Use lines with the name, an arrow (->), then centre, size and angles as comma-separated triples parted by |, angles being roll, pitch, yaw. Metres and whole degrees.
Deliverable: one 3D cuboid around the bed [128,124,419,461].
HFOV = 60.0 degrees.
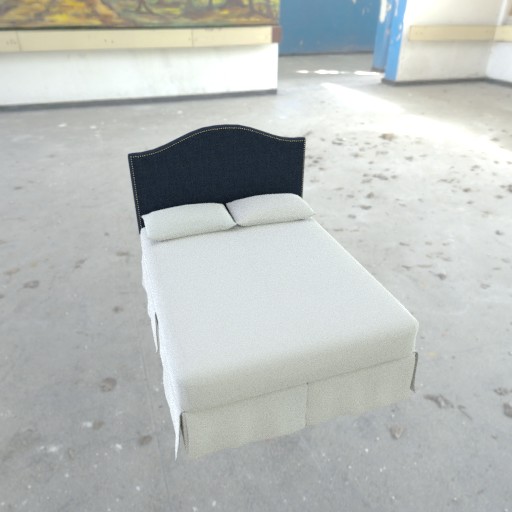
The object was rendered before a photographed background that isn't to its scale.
bed -> 0.000, 0.000, 3.424 | 1.725, 1.518, 2.153 | -10, 32, -16
